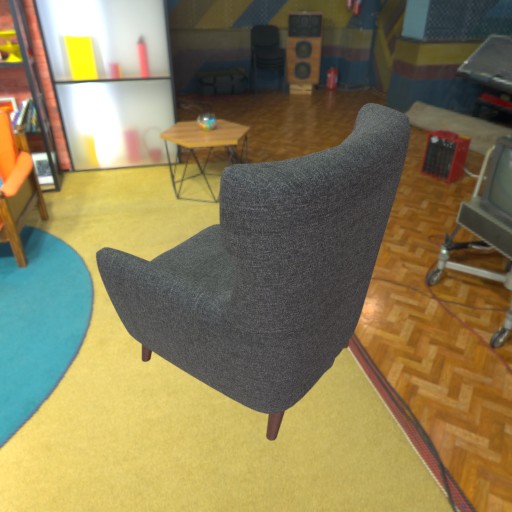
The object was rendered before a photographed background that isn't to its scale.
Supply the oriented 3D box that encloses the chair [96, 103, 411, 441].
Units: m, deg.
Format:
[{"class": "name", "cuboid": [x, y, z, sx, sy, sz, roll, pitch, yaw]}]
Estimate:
[{"class": "chair", "cuboid": [0.000, 0.000, 1.715, 0.904, 1.063, 0.878, 21, 37, 30]}]
